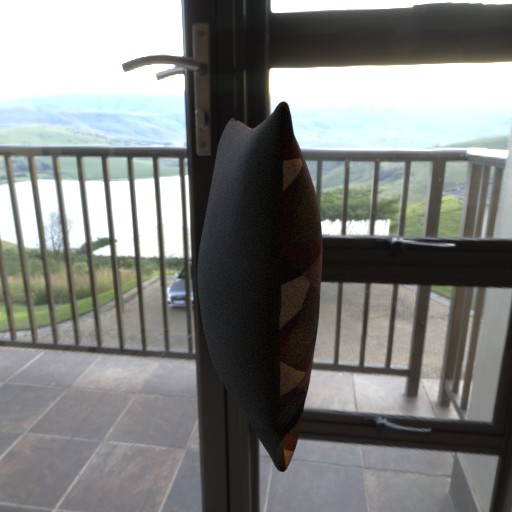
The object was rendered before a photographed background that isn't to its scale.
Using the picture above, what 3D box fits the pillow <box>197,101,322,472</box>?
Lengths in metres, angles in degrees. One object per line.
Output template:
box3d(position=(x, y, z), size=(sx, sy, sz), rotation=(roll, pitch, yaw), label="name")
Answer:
box3d(position=(0.000, 0.000, 0.791), size=(0.208, 0.496, 0.503), rotation=(-3, 16, -9), label="pillow")
